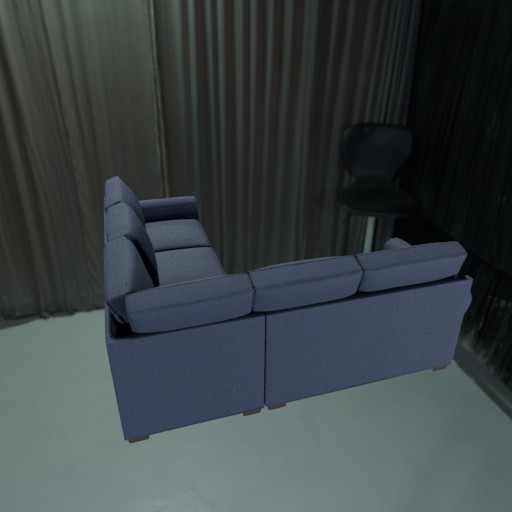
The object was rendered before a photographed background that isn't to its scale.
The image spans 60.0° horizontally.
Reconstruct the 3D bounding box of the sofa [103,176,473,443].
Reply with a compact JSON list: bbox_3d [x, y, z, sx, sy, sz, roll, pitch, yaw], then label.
[{"bbox_3d":[0.000,0.000,3.916,2.487,1.042,2.562,-8,28,-15],"label":"sofa"}]
